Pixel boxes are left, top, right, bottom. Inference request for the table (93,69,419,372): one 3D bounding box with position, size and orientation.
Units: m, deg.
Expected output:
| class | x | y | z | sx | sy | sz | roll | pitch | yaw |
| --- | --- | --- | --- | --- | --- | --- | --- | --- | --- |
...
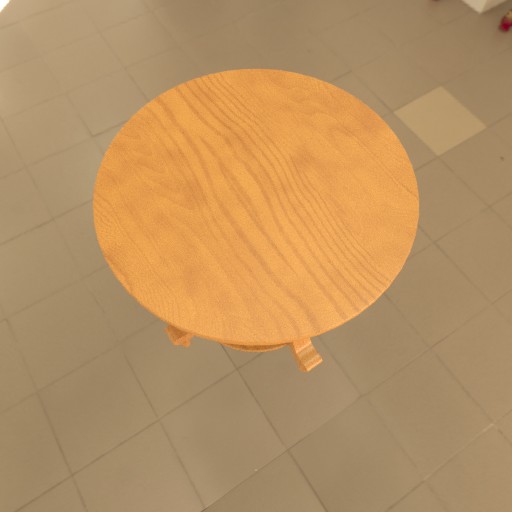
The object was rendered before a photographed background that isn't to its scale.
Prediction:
| class | x | y | z | sx | sy | sz | roll | pitch | yaw |
| --- | --- | --- | --- | --- | --- | --- | --- | --- | --- |
| table | 0.000 | 0.000 | 1.093 | 0.597 | 0.612 | 0.597 | 0 | 64 | 0 |
